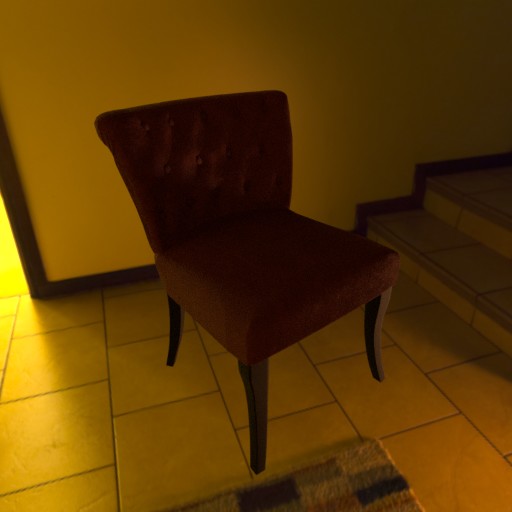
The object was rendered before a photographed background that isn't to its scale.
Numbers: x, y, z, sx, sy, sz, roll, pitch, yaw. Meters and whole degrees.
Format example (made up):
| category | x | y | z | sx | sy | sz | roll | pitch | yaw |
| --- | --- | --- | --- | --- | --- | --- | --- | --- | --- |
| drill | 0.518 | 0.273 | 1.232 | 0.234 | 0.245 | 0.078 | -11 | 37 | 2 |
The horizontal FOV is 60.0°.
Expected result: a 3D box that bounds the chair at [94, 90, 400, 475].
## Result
| category | x | y | z | sx | sy | sz | roll | pitch | yaw |
| --- | --- | --- | --- | --- | --- | --- | --- | --- | --- |
| chair | 0.000 | 0.000 | 1.192 | 0.582 | 0.750 | 0.605 | -22 | 35 | -34 |
